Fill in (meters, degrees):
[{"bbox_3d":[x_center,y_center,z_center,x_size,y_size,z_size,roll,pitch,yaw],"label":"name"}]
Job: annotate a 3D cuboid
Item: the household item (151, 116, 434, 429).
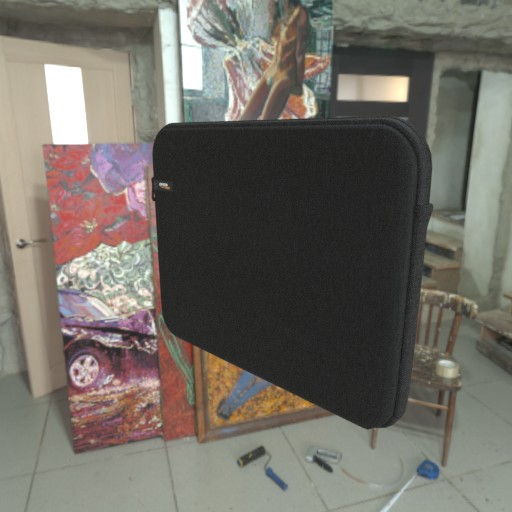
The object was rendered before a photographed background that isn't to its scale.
[{"bbox_3d":[0.000,0.000,0.520,0.396,0.305,0.030,14,20,41],"label":"household item"}]
